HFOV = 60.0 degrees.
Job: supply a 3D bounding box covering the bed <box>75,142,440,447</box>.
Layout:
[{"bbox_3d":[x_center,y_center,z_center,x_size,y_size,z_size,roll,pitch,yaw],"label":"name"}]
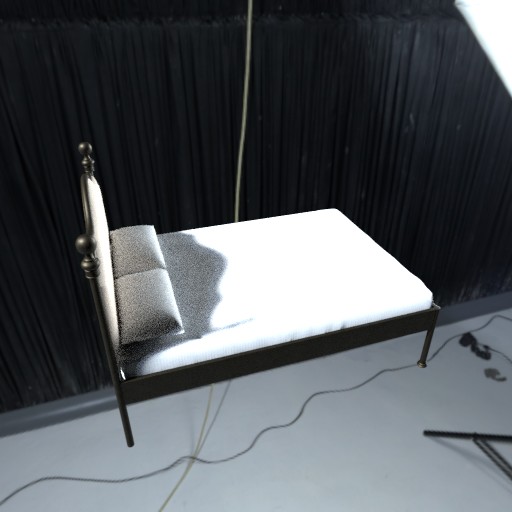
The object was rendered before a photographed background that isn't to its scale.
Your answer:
[{"bbox_3d":[0.000,0.000,3.199,2.170,1.462,1.533,-10,33,-16],"label":"bed"}]
